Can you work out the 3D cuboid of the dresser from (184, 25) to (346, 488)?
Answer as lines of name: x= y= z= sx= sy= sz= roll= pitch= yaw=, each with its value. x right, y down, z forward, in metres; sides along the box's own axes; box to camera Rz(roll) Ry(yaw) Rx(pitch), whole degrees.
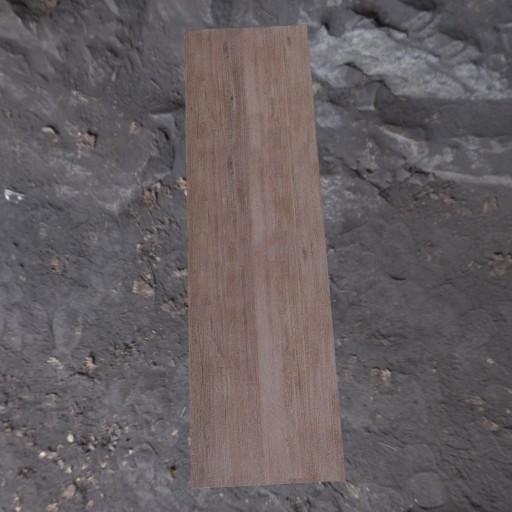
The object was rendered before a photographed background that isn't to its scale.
dresser: x=0.000 y=0.000 z=1.860 sx=0.455 sy=0.805 sz=1.554 roll=-3 pitch=77 yaw=-1
